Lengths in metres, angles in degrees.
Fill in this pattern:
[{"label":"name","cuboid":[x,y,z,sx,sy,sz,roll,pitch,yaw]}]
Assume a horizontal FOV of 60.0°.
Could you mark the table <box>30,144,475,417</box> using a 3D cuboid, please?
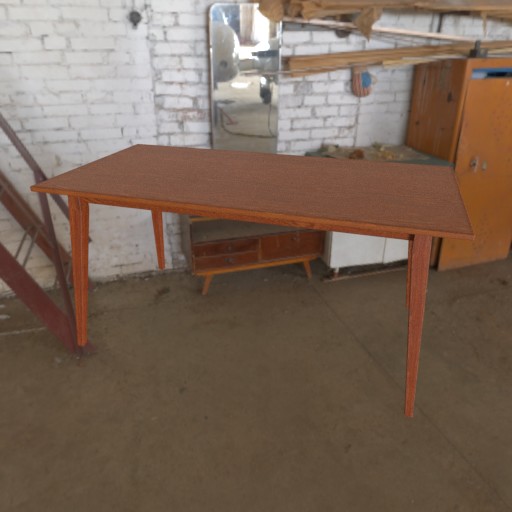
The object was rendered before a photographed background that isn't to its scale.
[{"label":"table","cuboid":[0.000,0.000,2.037,1.609,0.755,0.811,8,27,15]}]
